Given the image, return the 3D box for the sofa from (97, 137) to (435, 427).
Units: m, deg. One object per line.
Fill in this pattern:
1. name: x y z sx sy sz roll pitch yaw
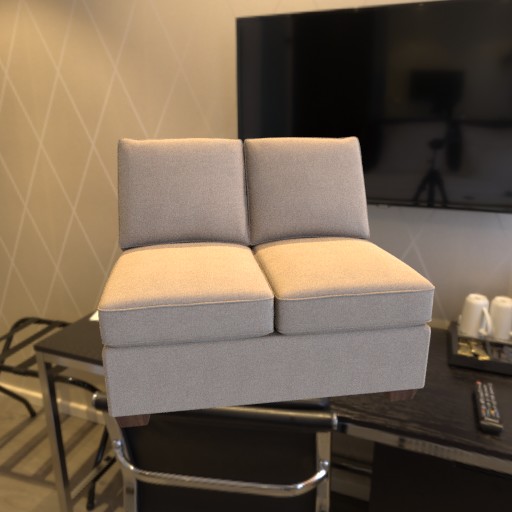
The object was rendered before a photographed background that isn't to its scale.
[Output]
1. sofa: 0.000 0.000 1.980 1.232 1.006 0.978 -3 17 -8
